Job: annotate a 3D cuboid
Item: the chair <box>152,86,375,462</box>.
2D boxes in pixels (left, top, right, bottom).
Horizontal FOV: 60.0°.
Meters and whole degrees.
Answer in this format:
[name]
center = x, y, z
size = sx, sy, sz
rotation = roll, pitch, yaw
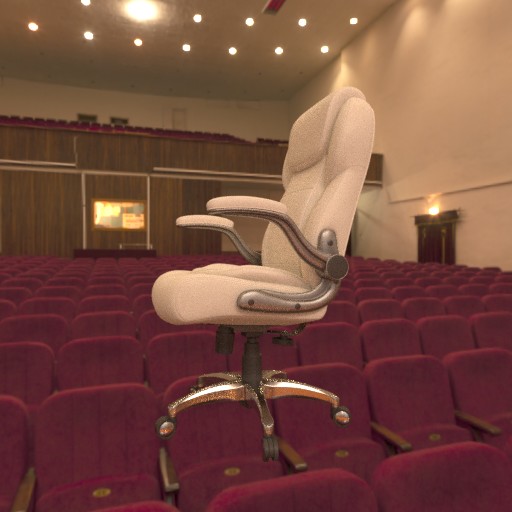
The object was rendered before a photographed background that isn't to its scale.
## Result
[chair]
center = 0.000, 0.000, 1.785
size = 0.806, 1.330, 0.755
rotation = 0, 0, -18
